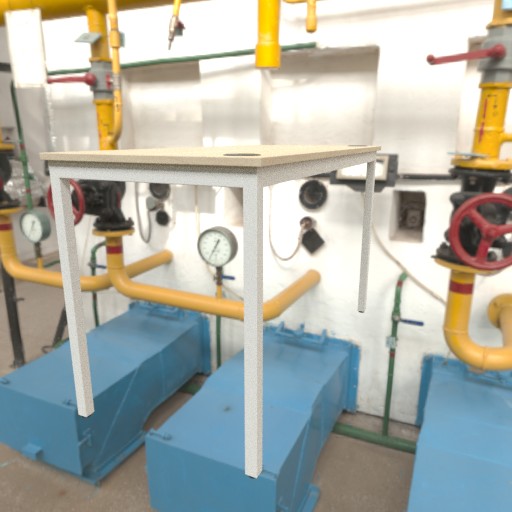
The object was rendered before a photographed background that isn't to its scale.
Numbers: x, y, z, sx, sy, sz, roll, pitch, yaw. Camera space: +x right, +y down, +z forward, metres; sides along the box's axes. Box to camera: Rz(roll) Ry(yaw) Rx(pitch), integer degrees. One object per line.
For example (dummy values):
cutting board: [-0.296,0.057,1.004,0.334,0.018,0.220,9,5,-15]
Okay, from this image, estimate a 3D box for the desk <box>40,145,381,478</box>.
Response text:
desk: [0.000,0.000,1.578,0.600,0.750,1.200,7,17,25]
